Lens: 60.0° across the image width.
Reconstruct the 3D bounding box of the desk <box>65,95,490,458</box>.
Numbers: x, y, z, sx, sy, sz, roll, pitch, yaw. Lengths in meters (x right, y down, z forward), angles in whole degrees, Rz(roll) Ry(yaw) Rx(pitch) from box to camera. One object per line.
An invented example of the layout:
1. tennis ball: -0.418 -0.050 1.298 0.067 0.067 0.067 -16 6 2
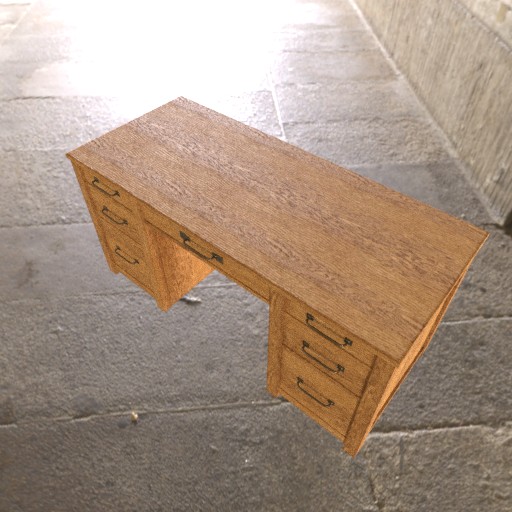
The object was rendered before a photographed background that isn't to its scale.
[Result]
1. desk: 0.000 0.000 1.989 1.567 0.751 0.685 31 54 26
